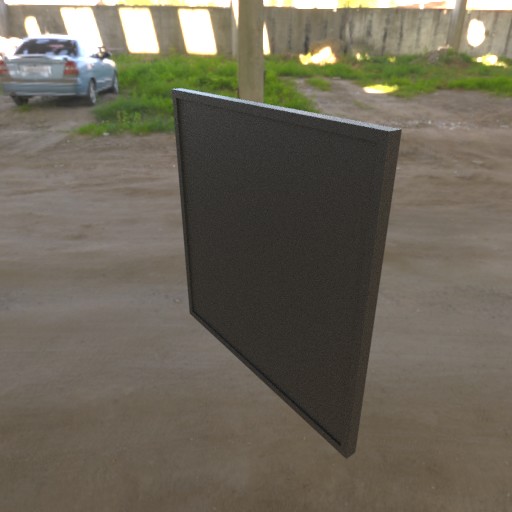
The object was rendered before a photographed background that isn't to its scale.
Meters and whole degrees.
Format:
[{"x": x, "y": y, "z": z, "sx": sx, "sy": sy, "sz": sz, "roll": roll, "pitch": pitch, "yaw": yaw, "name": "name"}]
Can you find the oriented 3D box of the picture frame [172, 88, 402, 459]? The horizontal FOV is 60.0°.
[{"x": 0.000, "y": 0.000, "z": 1.182, "sx": 0.032, "sy": 0.775, "sz": 0.775, "roll": -18, "pitch": 32, "yaw": -32, "name": "picture frame"}]
